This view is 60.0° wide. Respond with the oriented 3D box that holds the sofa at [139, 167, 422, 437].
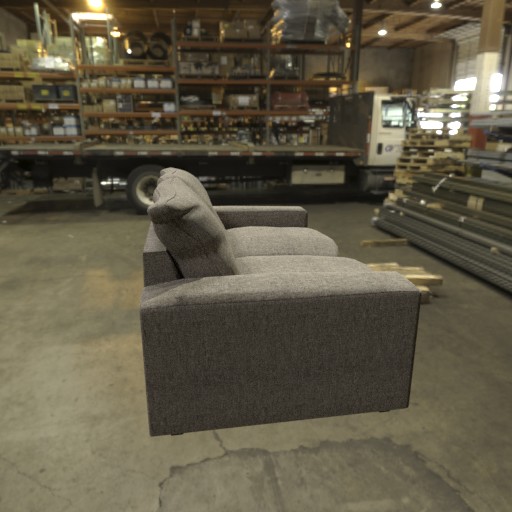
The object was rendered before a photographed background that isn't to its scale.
[{"bbox_3d":[0.000,0.000,2.423,1.094,0.877,1.758,-3,17,-9],"label":"sofa"}]
